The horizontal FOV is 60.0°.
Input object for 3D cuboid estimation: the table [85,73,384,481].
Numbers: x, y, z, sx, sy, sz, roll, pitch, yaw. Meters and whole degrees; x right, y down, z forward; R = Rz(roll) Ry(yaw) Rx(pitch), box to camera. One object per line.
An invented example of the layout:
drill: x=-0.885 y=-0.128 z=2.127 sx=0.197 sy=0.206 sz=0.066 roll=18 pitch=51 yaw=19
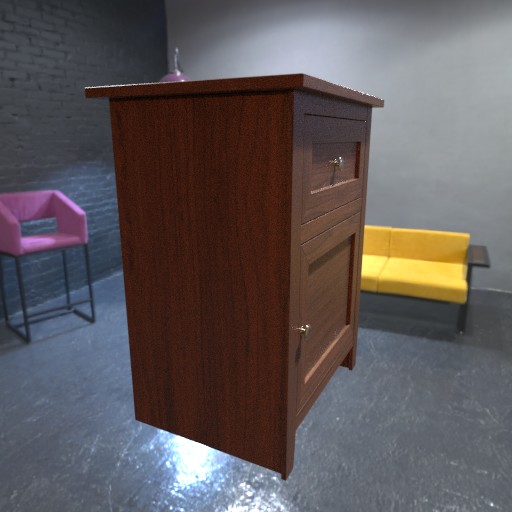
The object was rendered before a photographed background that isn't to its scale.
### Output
table: x=0.000 y=0.000 z=0.926 sx=0.381 sy=0.636 sz=0.480 roll=8 pitch=17 yaw=26
